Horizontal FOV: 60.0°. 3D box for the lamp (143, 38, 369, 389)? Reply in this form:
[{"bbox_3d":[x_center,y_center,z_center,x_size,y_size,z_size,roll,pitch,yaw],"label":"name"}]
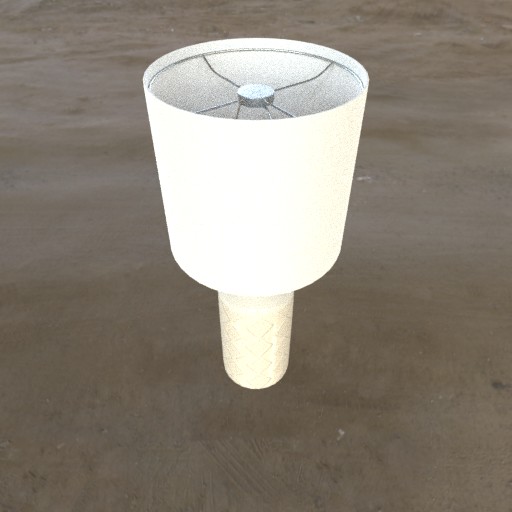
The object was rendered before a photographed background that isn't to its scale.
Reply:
[{"bbox_3d":[0.000,0.000,0.565,0.207,0.461,0.207,-26,48,-26],"label":"lamp"}]
